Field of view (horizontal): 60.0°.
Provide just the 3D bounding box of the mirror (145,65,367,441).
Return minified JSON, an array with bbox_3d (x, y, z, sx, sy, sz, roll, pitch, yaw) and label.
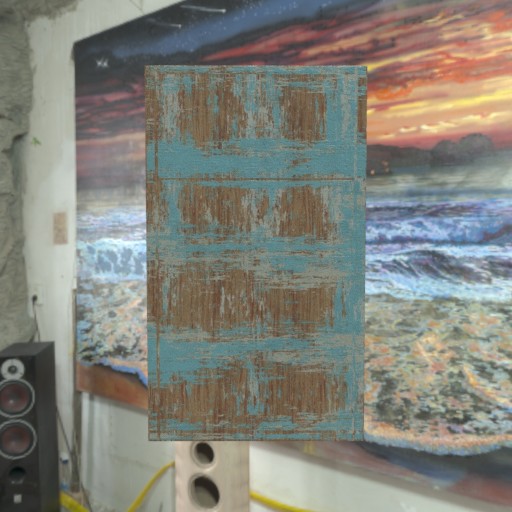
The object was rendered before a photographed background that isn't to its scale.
[{"bbox_3d":[0.000,0.000,1.473,0.707,1.213,0.083,0,2,0],"label":"mirror"}]
